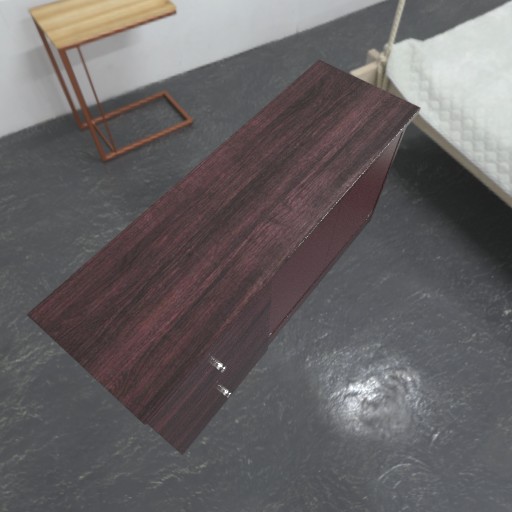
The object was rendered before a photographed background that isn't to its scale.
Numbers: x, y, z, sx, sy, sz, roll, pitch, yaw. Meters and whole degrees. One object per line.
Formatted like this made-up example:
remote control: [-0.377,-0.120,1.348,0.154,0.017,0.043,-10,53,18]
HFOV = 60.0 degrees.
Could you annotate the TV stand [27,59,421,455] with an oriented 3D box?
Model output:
TV stand: [0.000,0.000,1.459,0.404,0.614,1.192,34,65,19]
